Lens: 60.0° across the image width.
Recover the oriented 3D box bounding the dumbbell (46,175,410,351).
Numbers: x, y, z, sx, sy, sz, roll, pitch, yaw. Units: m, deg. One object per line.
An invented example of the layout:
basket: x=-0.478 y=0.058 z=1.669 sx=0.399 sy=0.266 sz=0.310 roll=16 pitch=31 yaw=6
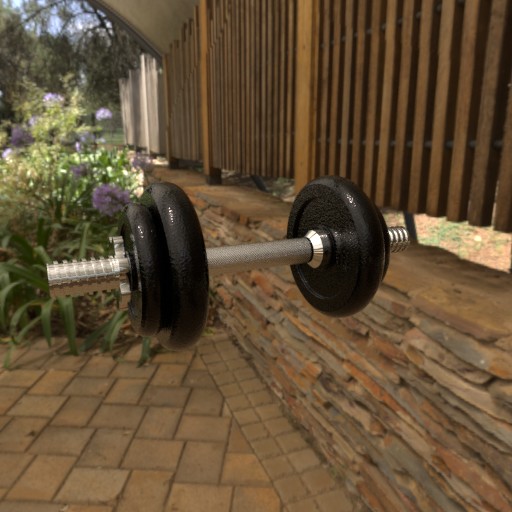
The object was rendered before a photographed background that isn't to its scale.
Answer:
dumbbell: x=0.000 y=0.000 z=0.582 sx=0.497 sy=0.202 sz=0.202 roll=-7 pitch=16 yaw=-25
